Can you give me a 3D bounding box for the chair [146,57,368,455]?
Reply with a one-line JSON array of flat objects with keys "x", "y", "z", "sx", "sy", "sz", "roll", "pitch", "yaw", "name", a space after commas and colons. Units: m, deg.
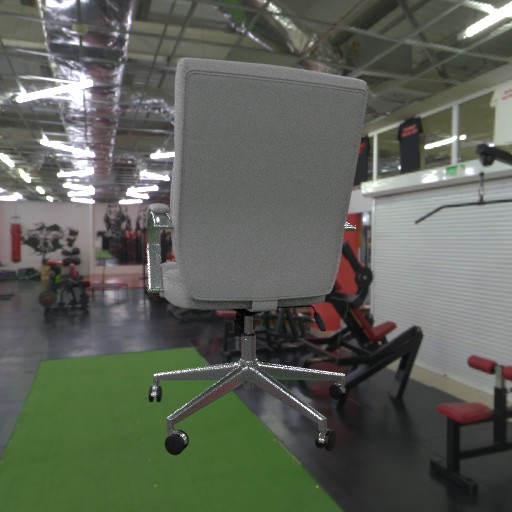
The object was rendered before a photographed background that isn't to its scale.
[{"x": 0.000, "y": 0.000, "z": 1.558, "sx": 0.727, "sy": 1.099, "sz": 0.745, "roll": -1, "pitch": 2, "yaw": -18, "name": "chair"}]
